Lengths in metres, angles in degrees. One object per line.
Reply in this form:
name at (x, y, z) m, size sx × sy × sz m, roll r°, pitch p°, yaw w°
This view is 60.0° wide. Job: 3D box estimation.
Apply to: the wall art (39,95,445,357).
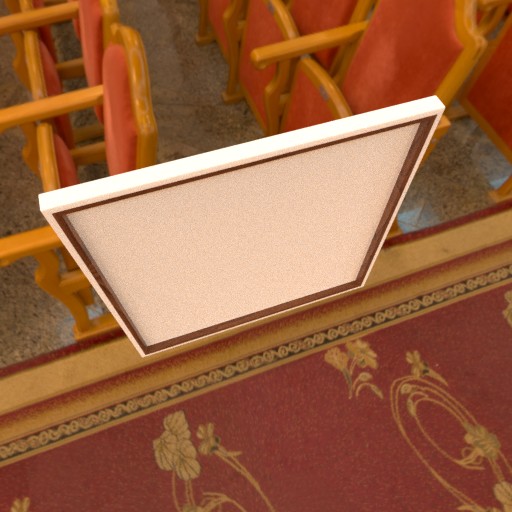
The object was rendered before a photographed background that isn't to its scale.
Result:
wall art at (0.000, 0.000, 1.118) m, size 0.757 × 0.757 × 0.037 m, roll -16°, pitch 61°, yaw -10°
